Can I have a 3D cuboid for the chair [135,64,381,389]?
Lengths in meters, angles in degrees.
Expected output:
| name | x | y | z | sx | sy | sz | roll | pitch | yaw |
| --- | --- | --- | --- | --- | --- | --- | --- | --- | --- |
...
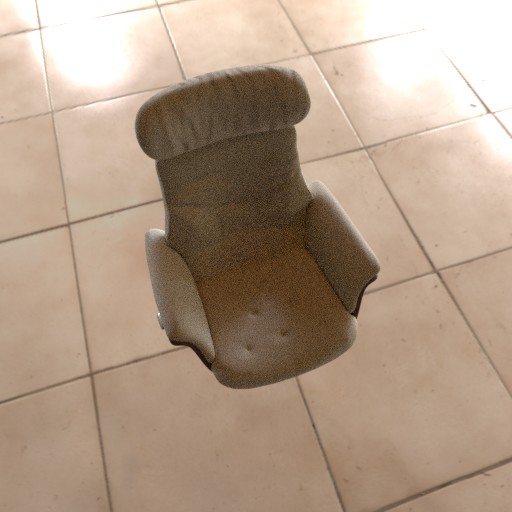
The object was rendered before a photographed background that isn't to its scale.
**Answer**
| name | x | y | z | sx | sy | sz | roll | pitch | yaw |
| --- | --- | --- | --- | --- | --- | --- | --- | --- | --- |
| chair | 0.000 | 0.000 | 1.595 | 0.785 | 0.995 | 0.837 | -17 | 63 | -9 |
